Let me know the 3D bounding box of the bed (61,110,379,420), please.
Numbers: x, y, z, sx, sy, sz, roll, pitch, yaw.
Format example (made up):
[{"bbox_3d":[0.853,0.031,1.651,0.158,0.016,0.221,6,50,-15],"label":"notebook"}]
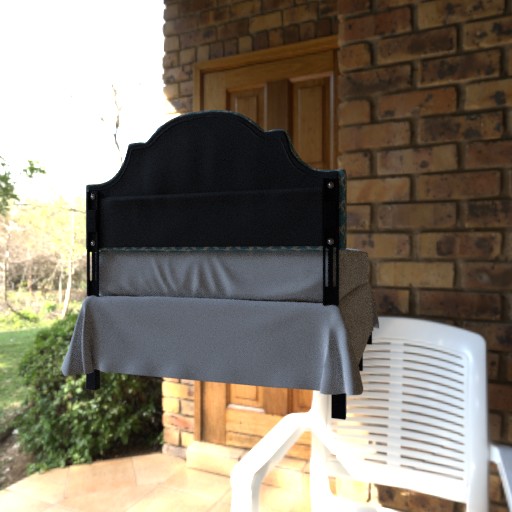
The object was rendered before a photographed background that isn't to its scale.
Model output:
[{"bbox_3d":[0.000,0.000,3.396,1.780,1.633,2.222,0,0,18],"label":"bed"}]
